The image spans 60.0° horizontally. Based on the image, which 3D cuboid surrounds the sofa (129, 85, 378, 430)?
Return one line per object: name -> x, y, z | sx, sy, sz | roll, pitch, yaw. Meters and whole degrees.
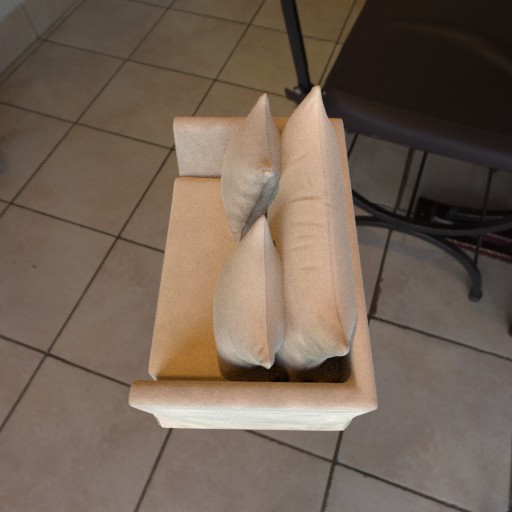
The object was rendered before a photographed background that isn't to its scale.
sofa -> 0.000, 0.000, 2.290 | 1.035, 1.040, 1.608 | 1, 59, 0
